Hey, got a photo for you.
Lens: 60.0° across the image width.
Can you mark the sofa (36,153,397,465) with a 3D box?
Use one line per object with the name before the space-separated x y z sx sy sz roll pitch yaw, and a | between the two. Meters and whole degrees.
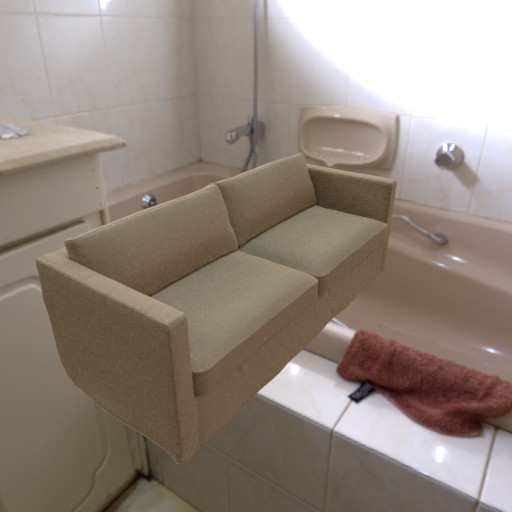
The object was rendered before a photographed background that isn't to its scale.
sofa | 0.000 0.000 2.800 0.962 0.853 2.312 18 32 32
